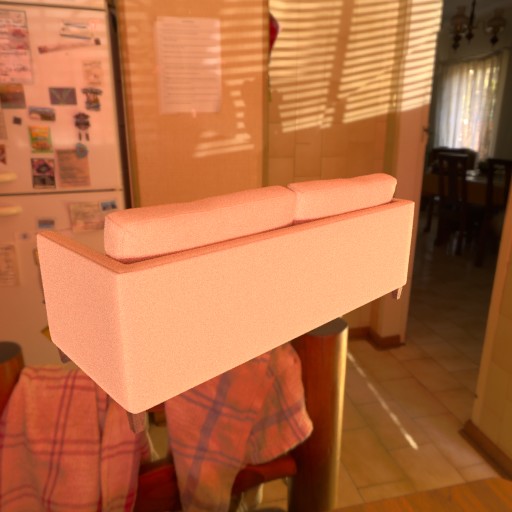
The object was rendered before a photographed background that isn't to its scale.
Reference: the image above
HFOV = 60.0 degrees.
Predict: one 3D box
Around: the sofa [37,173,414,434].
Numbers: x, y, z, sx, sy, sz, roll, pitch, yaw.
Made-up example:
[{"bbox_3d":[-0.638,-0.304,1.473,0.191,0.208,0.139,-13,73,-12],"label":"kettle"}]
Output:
[{"bbox_3d":[0.000,0.000,2.858,2.361,0.968,0.951,-15,23,-41],"label":"sofa"}]
